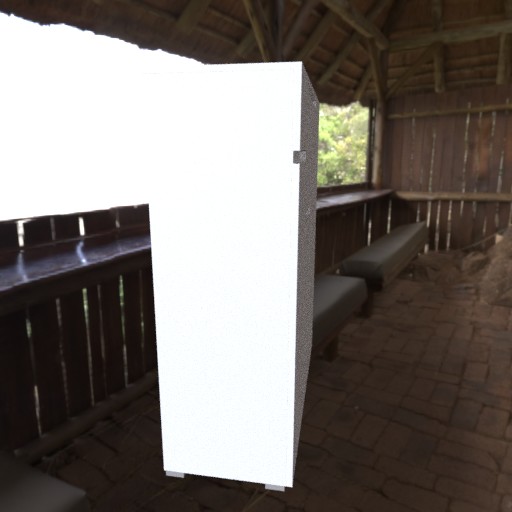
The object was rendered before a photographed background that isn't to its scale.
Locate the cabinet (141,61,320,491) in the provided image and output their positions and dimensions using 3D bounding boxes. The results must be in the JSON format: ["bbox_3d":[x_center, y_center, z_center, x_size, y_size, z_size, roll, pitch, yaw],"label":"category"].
[{"bbox_3d":[0.000,0.000,1.687,0.400,1.190,1.000,2,14,10],"label":"cabinet"}]
